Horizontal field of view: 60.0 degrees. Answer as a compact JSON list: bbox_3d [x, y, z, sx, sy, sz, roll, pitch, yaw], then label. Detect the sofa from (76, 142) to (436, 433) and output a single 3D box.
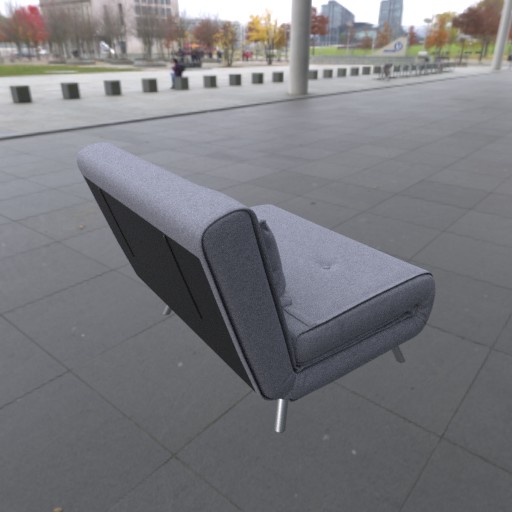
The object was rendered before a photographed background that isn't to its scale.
[{"bbox_3d":[0.000,0.000,1.748,1.000,0.825,1.020,-17,30,-32],"label":"sofa"}]
